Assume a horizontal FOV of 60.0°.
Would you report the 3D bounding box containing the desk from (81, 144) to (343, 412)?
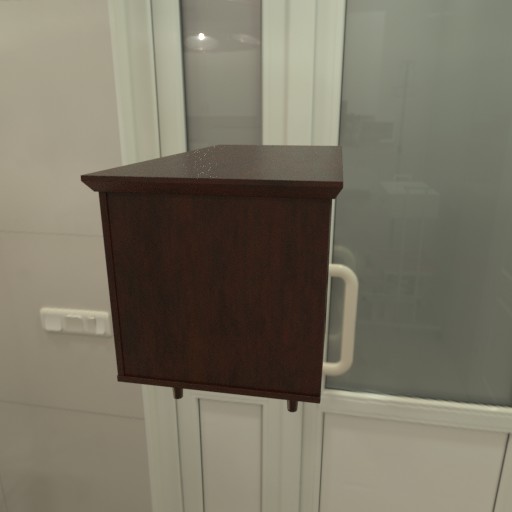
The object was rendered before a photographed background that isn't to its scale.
[{"bbox_3d":[0.000,0.000,1.709,0.612,0.758,1.277,3,18,10],"label":"desk"}]
